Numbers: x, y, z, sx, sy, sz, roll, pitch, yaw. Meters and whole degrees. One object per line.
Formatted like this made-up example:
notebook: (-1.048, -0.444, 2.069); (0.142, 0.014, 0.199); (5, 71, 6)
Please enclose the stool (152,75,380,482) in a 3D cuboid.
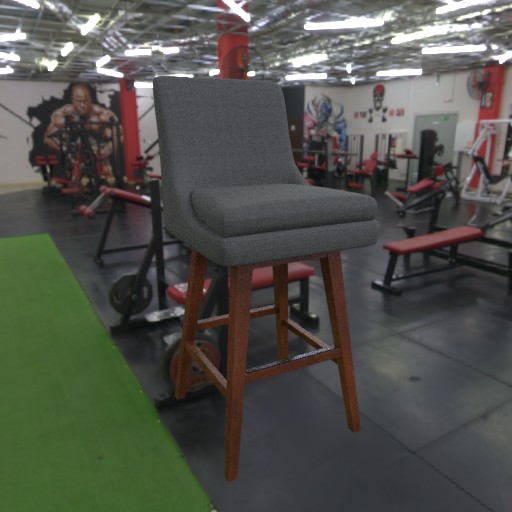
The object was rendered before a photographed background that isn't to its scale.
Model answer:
stool: (0.000, 0.000, 1.248); (0.447, 0.977, 0.524); (-8, 18, -27)
